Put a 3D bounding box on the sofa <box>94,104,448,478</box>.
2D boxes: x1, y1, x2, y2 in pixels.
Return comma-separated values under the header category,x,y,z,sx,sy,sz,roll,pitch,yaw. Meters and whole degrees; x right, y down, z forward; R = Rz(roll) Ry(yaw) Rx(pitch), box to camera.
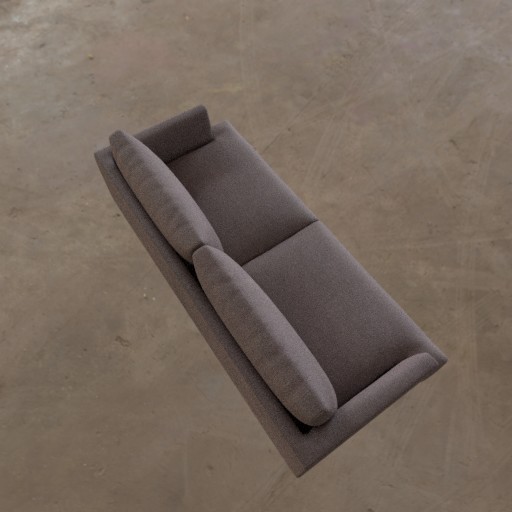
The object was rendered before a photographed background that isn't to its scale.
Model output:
category,x,y,z,sx,sy,sz,roll,pitch,yaw
sofa,0.000,0.000,2.703,1.020,0.868,2.250,-31,64,-17
